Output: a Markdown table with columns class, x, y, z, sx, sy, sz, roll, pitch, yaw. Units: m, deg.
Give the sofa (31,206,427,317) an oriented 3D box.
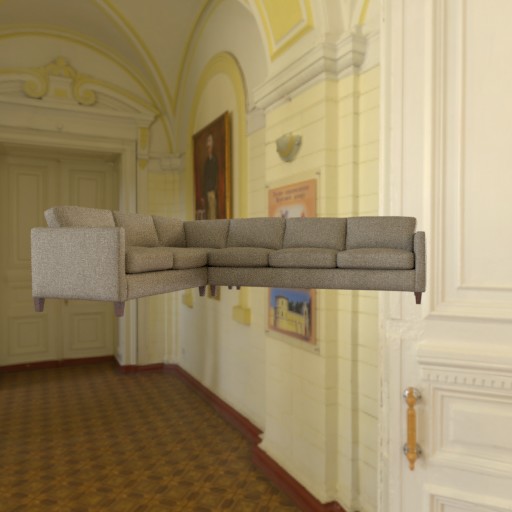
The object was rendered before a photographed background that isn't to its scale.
| class | x | y | z | sx | sy | sz | roll | pitch | yaw |
| --- | --- | --- | --- | --- | --- | --- | --- | --- | --- |
| sofa | 0.000 | 0.000 | 4.507 | 3.302 | 0.947 | 2.593 | 0 | 1 | 19 |
